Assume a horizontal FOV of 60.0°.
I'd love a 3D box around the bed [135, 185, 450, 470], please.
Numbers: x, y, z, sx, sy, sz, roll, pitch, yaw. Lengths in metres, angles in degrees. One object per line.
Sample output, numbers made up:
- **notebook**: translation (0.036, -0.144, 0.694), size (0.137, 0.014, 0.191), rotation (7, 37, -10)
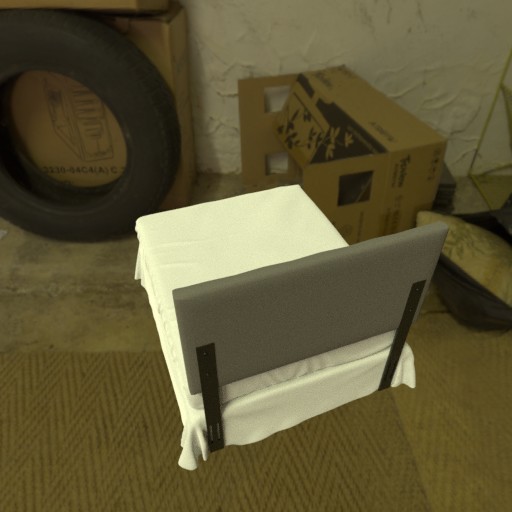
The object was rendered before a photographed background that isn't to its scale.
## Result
- **bed**: translation (0.000, 0.000, 3.562), size (1.936, 1.577, 2.222), rotation (-14, 42, -16)
